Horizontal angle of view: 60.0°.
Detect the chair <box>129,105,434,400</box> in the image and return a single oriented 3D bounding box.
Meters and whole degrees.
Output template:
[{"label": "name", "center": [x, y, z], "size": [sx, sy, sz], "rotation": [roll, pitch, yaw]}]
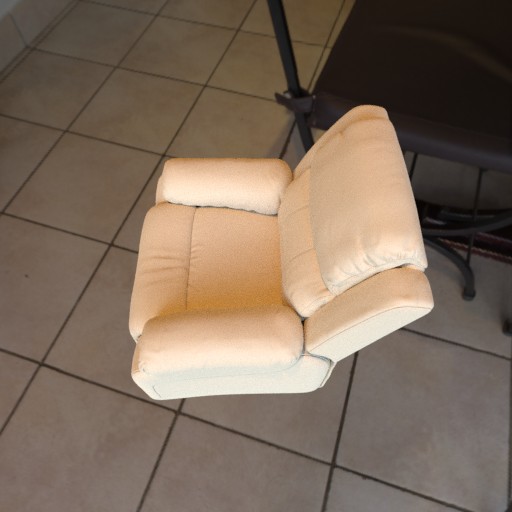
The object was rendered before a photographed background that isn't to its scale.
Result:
[{"label": "chair", "center": [0.000, 0.000, 1.245], "size": [0.709, 0.702, 0.680], "rotation": [-1, 58, 0]}]
